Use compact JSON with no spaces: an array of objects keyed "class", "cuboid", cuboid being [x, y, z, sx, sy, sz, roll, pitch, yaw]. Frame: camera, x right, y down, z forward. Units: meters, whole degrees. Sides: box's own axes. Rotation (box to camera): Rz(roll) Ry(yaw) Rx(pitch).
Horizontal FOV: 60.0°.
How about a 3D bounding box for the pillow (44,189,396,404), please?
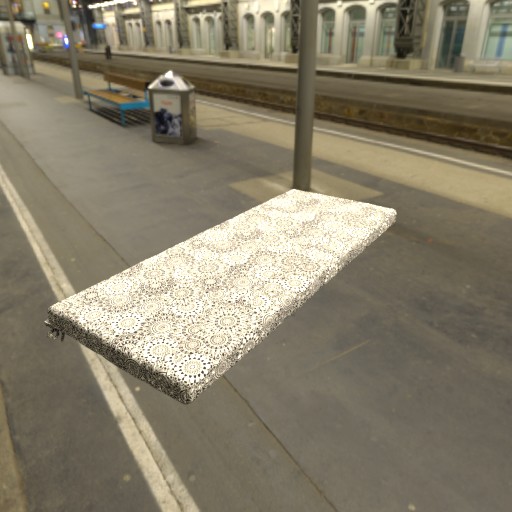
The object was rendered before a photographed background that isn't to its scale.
[{"class":"pillow","cuboid":[0.000,0.000,1.367,0.492,0.081,1.187,17,31,31]}]
